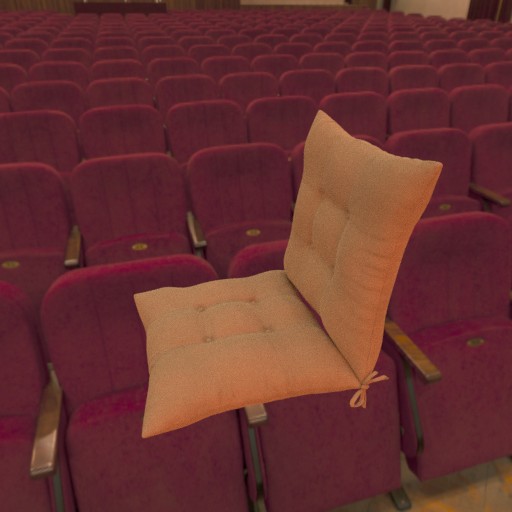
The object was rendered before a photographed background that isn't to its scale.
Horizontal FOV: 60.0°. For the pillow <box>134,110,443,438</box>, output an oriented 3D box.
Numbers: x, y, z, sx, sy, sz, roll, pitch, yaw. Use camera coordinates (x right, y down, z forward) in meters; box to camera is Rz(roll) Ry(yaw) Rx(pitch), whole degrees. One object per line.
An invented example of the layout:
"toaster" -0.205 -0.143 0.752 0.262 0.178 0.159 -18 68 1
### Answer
"pillow" 0.000 0.000 1.008 0.585 0.536 0.541 -8 30 -14
